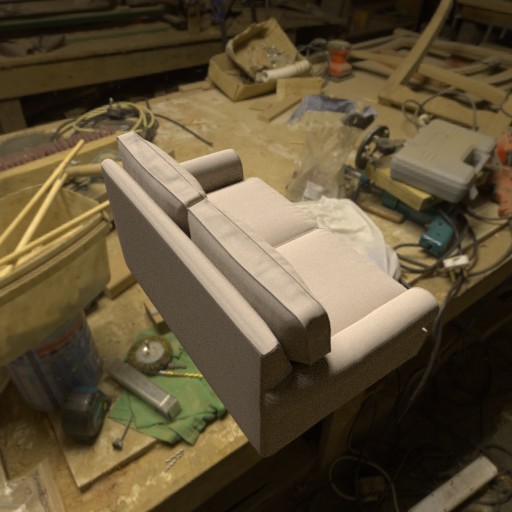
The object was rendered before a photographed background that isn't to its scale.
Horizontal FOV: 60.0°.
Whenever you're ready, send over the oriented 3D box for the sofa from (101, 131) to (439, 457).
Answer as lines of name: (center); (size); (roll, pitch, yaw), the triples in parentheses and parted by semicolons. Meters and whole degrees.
sofa: (0.000, 0.000, 2.246); (0.964, 0.937, 1.665); (-25, 47, -25)
